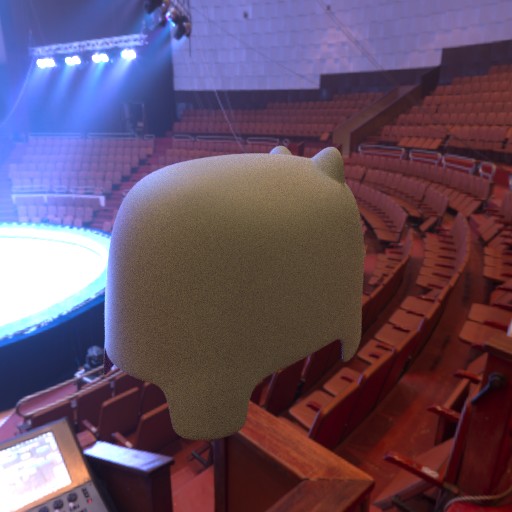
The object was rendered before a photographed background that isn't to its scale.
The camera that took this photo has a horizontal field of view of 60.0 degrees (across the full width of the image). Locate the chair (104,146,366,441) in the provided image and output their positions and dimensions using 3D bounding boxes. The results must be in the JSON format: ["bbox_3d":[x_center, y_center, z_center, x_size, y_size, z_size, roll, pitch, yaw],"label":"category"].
[{"bbox_3d":[0.000,0.000,0.891,0.619,0.423,0.364,-14,21,-42],"label":"chair"}]
